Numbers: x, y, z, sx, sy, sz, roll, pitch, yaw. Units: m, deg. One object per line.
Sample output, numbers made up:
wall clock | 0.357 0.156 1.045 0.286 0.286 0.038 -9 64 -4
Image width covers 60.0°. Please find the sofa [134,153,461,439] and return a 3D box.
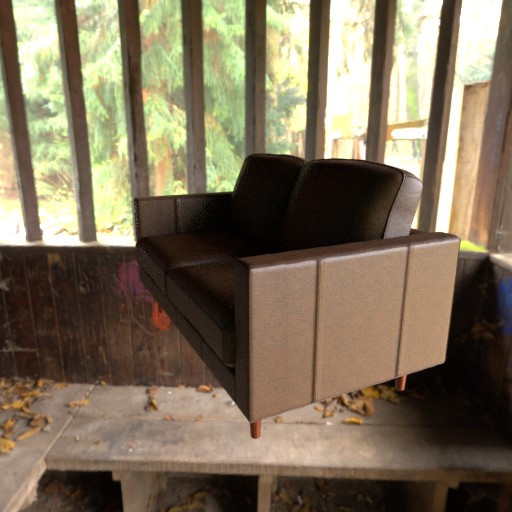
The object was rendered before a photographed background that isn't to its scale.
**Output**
sofa | 0.000 0.000 2.170 0.909 0.951 1.578 -8 17 -26
